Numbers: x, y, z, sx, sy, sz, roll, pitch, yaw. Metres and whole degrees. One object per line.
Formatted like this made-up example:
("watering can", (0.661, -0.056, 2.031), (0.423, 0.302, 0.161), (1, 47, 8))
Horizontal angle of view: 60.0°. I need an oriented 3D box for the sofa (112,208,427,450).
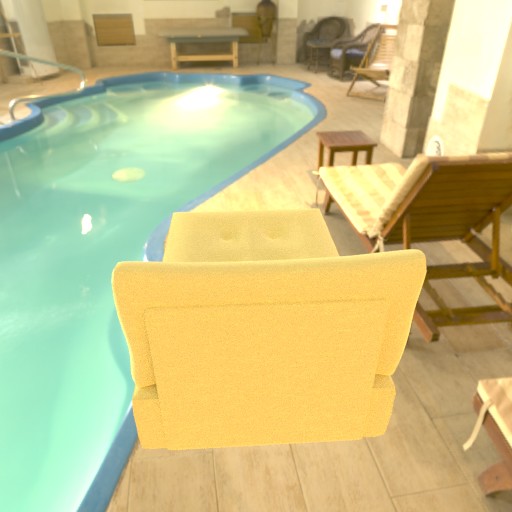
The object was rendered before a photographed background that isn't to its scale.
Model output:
("sofa", (0.000, 0.000, 2.045), (0.930, 0.820, 1.450), (-2, 32, -3))
